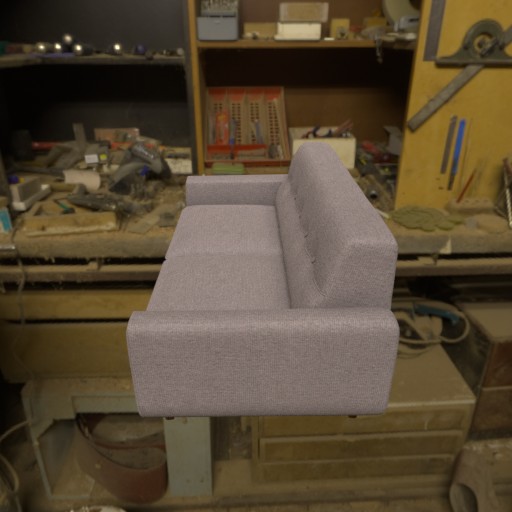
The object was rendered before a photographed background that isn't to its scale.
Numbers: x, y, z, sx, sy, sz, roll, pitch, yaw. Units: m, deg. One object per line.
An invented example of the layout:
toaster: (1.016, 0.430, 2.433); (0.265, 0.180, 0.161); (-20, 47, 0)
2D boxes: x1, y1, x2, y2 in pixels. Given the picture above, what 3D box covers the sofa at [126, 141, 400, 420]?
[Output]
sofa: (0.000, 0.000, 2.189); (0.909, 0.841, 1.631); (0, 27, -1)
